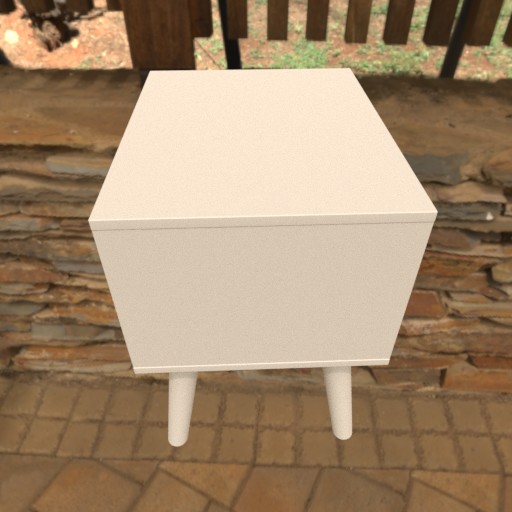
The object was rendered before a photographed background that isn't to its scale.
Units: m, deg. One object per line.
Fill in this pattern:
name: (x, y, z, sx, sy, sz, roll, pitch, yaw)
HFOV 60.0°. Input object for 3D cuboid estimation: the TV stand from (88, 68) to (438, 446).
TV stand: (0.000, 0.000, 0.886, 0.405, 0.559, 0.508, -2, 41, -2)
